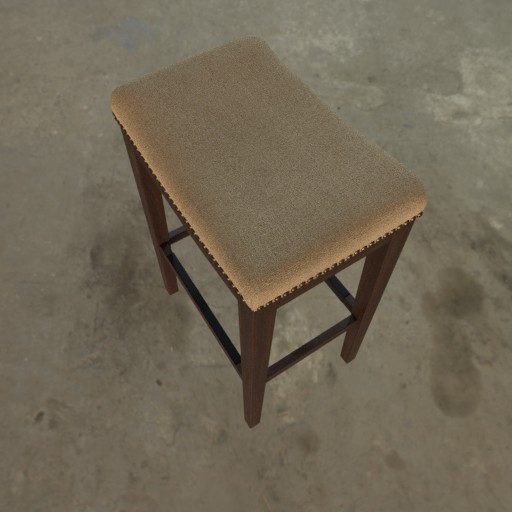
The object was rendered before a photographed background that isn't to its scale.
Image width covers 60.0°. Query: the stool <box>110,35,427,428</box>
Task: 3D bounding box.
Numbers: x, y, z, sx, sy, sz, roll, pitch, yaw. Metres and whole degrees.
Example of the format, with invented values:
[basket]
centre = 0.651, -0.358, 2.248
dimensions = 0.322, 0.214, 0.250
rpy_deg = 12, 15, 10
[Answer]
[stool]
centre = 0.000, 0.000, 1.038
dimensions = 0.363, 0.768, 0.509
rpy_deg = -29, 62, -17
